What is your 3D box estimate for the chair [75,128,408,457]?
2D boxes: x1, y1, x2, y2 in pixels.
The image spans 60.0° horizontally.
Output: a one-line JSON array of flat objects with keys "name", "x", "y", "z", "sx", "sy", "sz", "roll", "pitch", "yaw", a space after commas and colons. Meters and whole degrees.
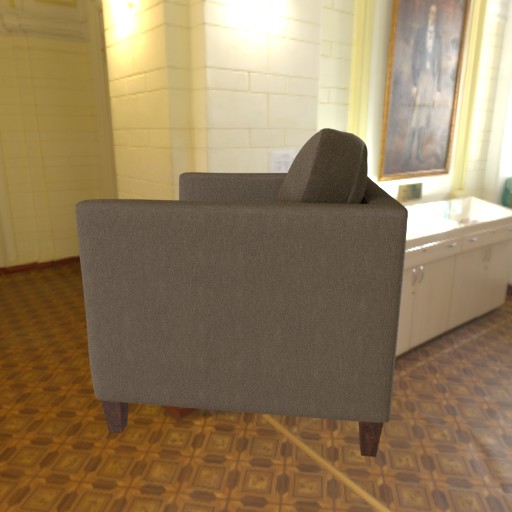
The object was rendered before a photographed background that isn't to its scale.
[{"name": "chair", "x": 0.000, "y": 0.000, "z": 1.764, "sx": 0.959, "sy": 0.963, "sz": 1.107, "roll": 2, "pitch": 15, "yaw": 7}]
